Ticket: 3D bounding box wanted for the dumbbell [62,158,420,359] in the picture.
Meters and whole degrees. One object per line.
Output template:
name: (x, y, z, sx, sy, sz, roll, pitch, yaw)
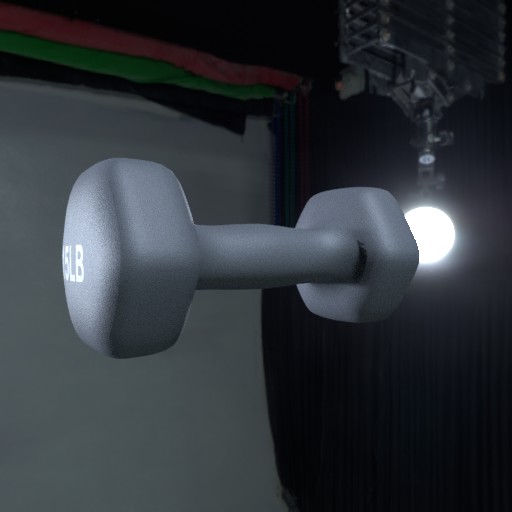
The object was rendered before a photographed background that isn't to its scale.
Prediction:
dumbbell: (0.000, 0.000, 0.303, 0.240, 0.105, 0.116, -1, 1, -35)
